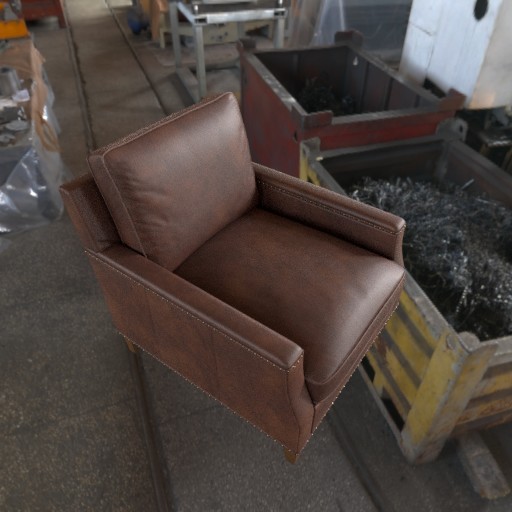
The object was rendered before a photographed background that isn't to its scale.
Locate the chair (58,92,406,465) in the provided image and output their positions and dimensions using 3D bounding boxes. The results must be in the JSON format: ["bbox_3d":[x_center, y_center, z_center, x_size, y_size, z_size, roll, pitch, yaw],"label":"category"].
[{"bbox_3d":[0.000,0.000,1.707,1.014,0.929,0.853,26,47,26],"label":"chair"}]
